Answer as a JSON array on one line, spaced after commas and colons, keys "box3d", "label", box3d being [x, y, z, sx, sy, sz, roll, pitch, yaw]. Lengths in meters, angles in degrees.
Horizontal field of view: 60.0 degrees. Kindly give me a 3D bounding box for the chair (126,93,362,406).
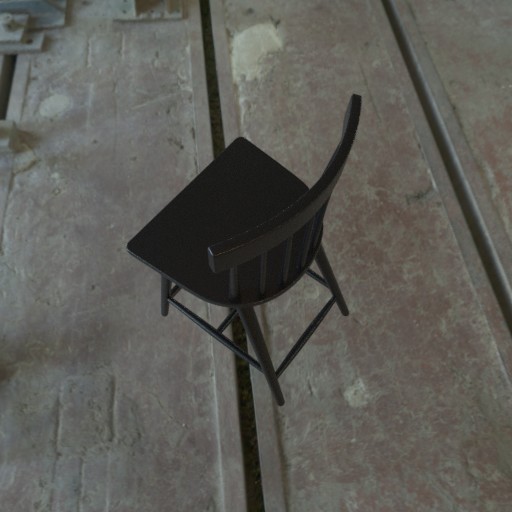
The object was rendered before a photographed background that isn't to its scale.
[{"box3d": [0.000, 0.000, 1.277, 0.572, 0.952, 0.483, 35, 68, 16], "label": "chair"}]
